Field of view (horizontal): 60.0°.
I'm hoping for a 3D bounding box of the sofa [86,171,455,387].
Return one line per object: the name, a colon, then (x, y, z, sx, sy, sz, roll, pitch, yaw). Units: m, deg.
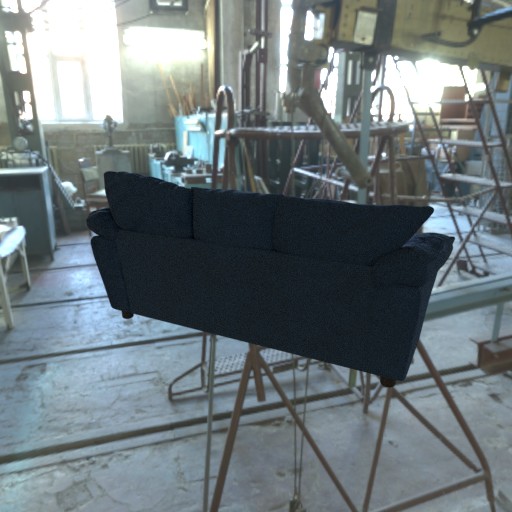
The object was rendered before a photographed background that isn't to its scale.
sofa: (0.000, 0.000, 3.006, 2.390, 1.091, 0.907, 9, 19, 26)
